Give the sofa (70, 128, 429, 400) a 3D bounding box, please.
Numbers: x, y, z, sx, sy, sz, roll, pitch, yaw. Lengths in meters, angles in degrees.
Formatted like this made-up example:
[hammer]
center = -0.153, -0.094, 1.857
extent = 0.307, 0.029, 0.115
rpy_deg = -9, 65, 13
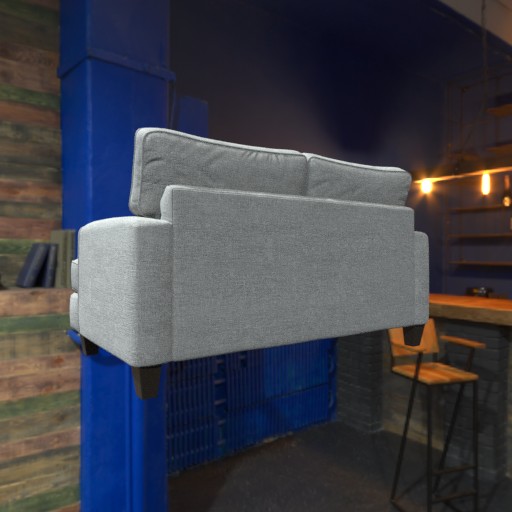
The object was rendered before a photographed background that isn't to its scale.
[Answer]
[sofa]
center = 0.000, 0.000, 2.293
extent = 1.651, 0.965, 0.965
rpy_deg = 0, 1, -35
